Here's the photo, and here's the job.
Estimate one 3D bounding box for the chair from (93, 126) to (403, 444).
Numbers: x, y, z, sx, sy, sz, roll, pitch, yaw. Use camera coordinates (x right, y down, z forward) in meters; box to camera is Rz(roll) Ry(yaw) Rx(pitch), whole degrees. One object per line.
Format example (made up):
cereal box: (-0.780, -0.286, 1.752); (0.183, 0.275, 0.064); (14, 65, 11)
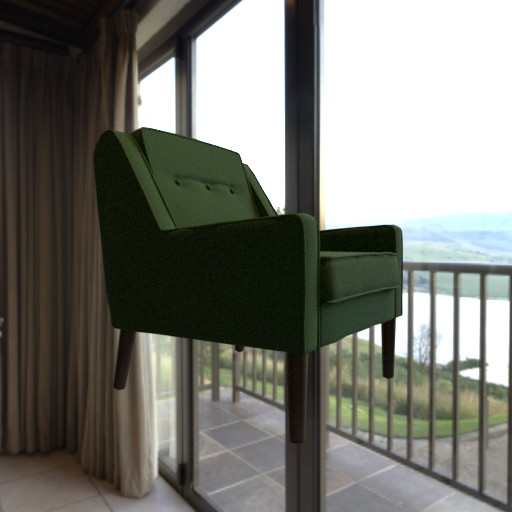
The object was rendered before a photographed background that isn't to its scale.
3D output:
chair: (0.000, 0.000, 1.367); (0.743, 0.792, 0.663); (1, 2, 36)
